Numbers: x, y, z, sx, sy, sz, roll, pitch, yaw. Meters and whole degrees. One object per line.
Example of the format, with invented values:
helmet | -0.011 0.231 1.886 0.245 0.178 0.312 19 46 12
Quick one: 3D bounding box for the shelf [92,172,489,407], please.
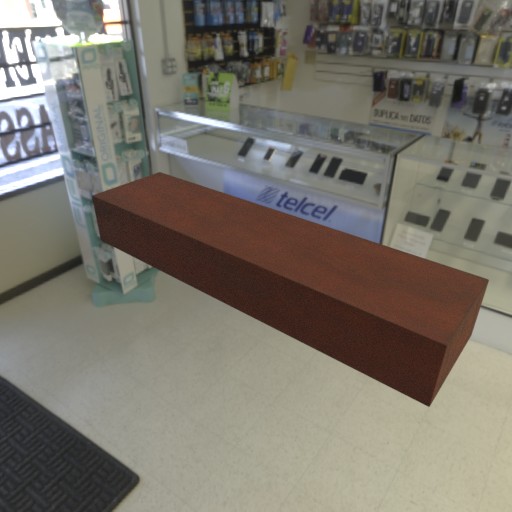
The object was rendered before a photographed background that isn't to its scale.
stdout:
shelf | 0.000 0.000 0.675 0.607 0.088 0.152 22 37 33
